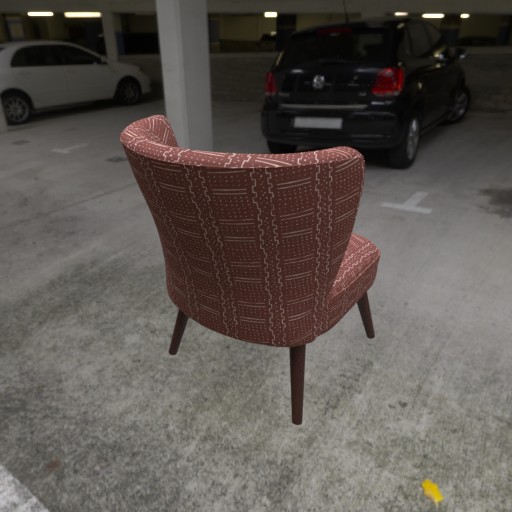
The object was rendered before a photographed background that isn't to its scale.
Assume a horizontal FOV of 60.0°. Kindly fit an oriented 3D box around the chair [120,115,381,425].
[{"bbox_3d":[0.000,0.000,1.444,0.706,0.866,0.758,19,34,31],"label":"chair"}]
